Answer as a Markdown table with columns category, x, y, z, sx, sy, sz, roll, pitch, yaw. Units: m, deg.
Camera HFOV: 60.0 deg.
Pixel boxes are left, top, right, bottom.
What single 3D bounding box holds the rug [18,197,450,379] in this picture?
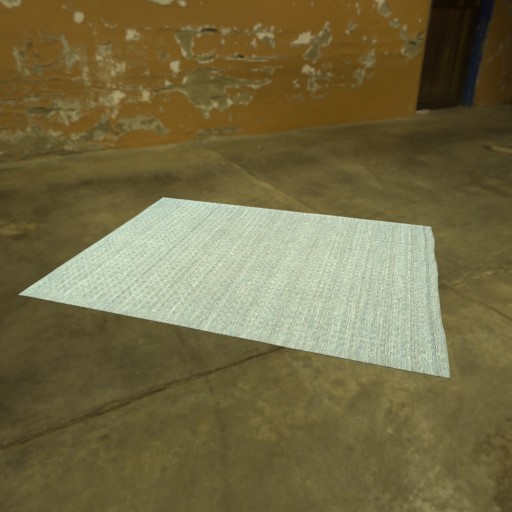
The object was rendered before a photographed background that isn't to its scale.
| category | x | y | z | sx | sy | sz | roll | pitch | yaw |
| --- | --- | --- | --- | --- | --- | --- | --- | --- | --- |
| rug | 0.000 | 0.000 | 4.120 | 3.200 | 0.007 | 2.443 | 8 | 28 | 15 |
